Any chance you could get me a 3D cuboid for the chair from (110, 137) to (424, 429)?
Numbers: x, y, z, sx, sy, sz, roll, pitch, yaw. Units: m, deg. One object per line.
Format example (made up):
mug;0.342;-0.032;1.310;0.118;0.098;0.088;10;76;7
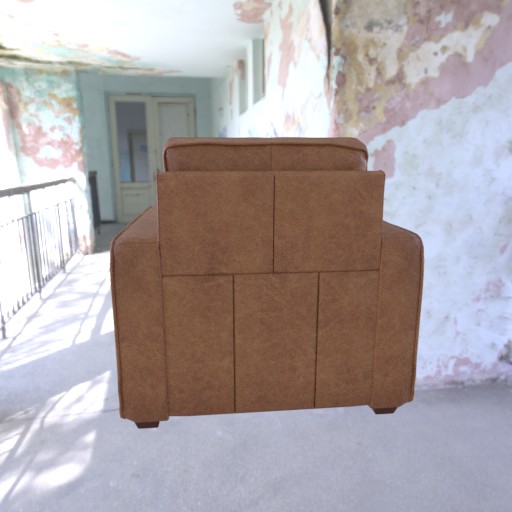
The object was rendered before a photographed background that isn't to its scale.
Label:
chair;0.000;0.000;1.776;0.987;0.901;1.027;-2;13;-9
